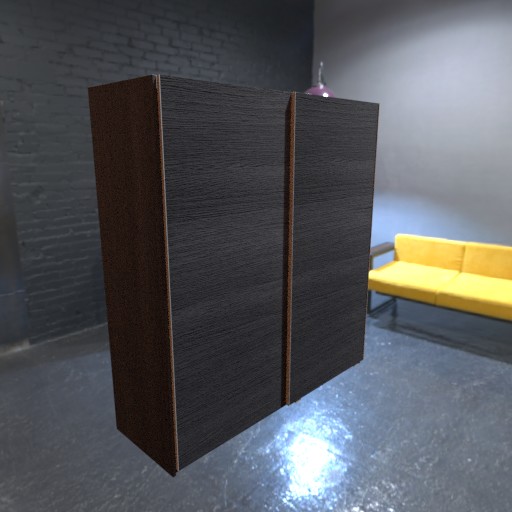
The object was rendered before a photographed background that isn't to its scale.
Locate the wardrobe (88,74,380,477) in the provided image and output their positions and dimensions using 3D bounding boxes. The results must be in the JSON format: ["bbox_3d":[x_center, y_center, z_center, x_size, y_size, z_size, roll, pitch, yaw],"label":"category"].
[{"bbox_3d":[0.000,0.000,2.865,0.629,1.960,1.780,13,19,43],"label":"wardrobe"}]
